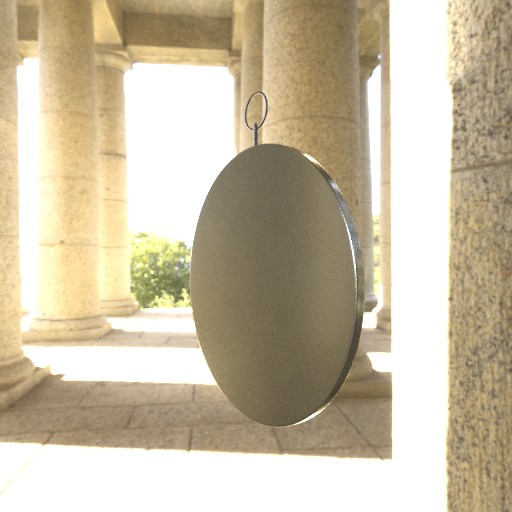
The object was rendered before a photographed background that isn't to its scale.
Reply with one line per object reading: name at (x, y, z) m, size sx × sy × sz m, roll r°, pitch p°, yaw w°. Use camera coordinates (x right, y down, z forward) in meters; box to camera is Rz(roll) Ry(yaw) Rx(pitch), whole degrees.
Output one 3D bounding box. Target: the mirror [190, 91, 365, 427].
mirror at (0.000, 0.000, 0.965) m, size 0.020 × 0.713 × 0.594 m, roll 0°, pitch 0°, yaw -35°
